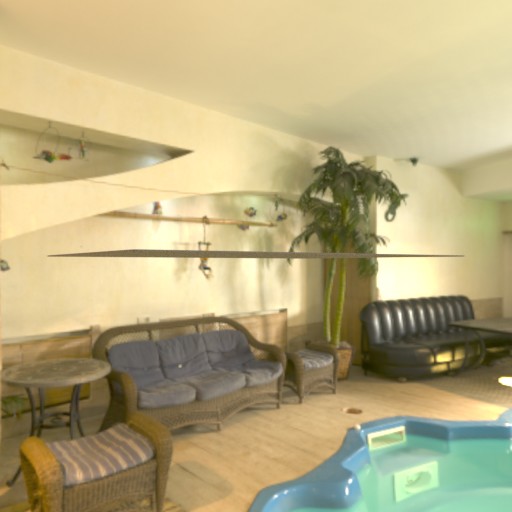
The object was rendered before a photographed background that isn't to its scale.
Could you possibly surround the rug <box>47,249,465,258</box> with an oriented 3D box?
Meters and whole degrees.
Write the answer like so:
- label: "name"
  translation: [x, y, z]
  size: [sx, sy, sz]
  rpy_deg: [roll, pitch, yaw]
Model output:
- label: "rug"
  translation: [0.000, 0.000, 2.913]
  size: [2.235, 0.008, 1.600]
  rpy_deg: [1, -1, -36]
